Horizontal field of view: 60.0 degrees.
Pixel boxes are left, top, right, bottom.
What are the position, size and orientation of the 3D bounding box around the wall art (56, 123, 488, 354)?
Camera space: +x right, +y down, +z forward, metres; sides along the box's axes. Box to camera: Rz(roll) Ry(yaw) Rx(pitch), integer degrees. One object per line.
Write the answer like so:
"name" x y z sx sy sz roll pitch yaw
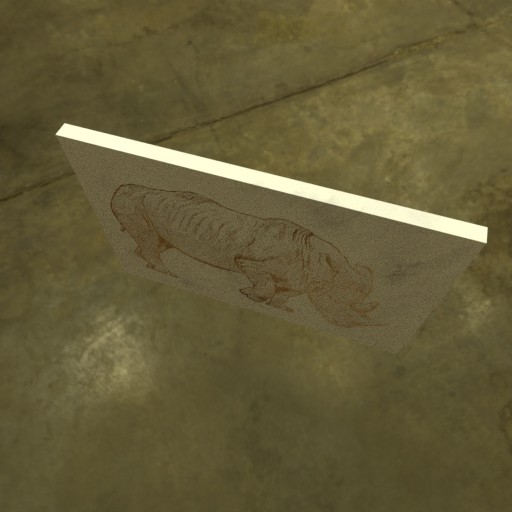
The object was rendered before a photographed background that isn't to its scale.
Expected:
"wall art" 0.000 0.000 1.168 0.915 0.610 0.038 16 60 9
